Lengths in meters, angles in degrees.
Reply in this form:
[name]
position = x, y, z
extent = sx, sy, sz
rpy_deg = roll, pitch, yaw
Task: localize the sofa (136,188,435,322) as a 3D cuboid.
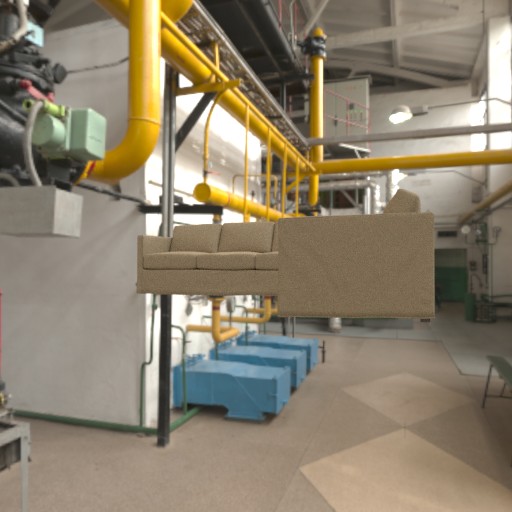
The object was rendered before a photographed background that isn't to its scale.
[sofa]
position = 0.000, 0.000, 4.383
extent = 3.182, 0.871, 2.432
rpy_deg = 0, -1, 19
